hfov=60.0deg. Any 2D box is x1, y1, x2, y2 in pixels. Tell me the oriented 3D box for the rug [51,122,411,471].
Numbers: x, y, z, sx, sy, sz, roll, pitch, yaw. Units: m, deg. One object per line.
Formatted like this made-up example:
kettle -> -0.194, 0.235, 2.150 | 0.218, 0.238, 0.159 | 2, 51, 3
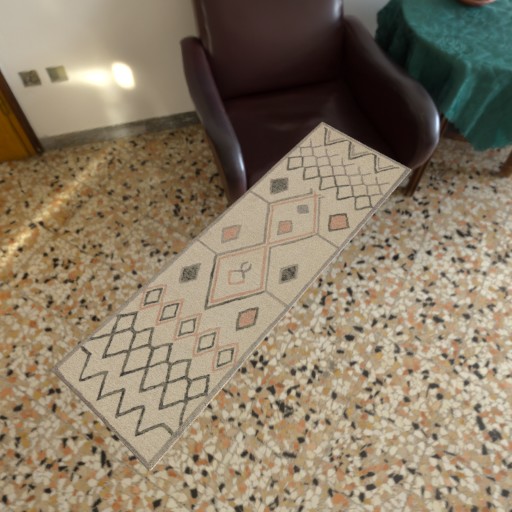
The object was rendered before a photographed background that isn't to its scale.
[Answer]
rug -> 0.000, 0.000, 2.669 | 0.750, 0.011, 2.435 | 35, 64, 20
